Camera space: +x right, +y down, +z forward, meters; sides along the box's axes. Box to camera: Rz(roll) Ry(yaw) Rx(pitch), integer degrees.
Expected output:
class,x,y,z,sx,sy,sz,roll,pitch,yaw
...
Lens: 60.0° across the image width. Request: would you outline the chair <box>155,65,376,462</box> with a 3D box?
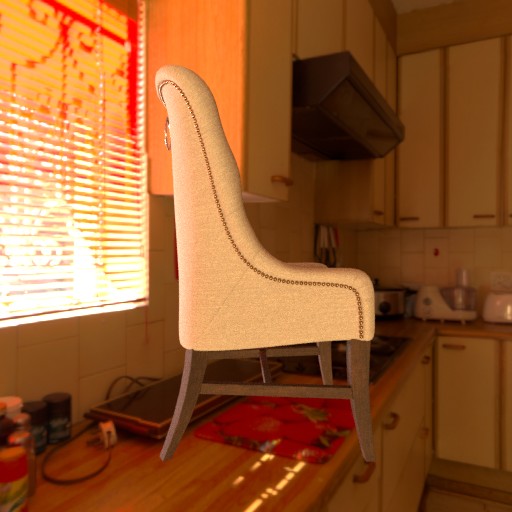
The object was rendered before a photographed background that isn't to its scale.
class,x,y,z,sx,sy,sz,roll,pitch,yaw
chair,0.000,0.000,1.453,0.629,1.091,0.634,0,1,-2
